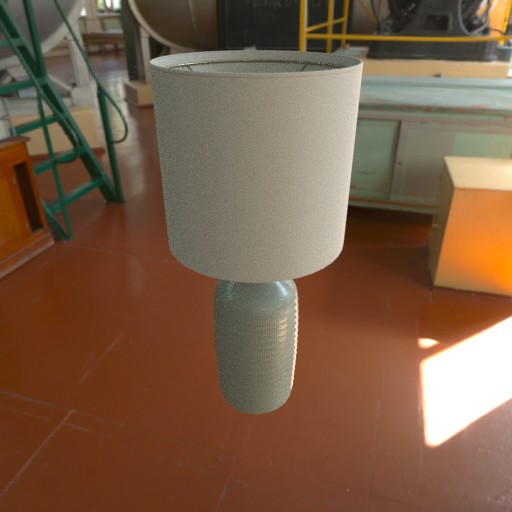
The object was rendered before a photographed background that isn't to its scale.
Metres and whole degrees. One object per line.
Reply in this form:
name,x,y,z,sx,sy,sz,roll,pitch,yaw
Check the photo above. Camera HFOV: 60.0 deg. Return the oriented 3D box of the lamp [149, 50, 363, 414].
lamp,0.000,0.000,0.583,0.220,0.475,0.220,-22,36,-33
